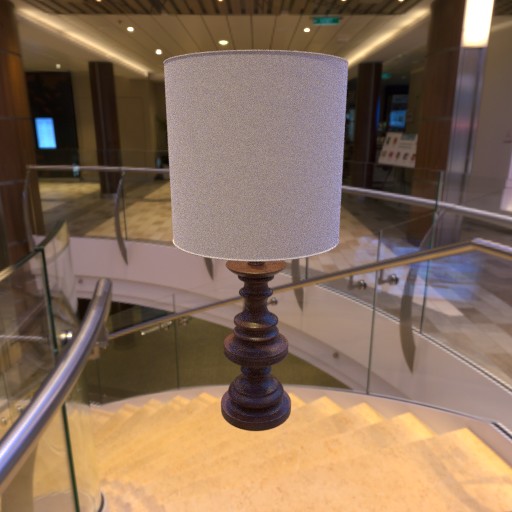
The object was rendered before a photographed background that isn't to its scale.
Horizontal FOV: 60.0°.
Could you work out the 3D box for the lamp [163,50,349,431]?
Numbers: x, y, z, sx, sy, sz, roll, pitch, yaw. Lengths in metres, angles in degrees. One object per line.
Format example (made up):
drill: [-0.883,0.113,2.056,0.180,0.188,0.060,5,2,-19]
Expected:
lamp: [0.000,0.000,0.572,0.208,0.455,0.208,15,22,42]
